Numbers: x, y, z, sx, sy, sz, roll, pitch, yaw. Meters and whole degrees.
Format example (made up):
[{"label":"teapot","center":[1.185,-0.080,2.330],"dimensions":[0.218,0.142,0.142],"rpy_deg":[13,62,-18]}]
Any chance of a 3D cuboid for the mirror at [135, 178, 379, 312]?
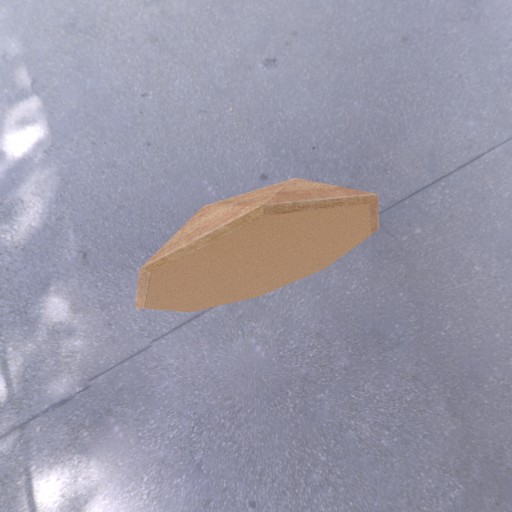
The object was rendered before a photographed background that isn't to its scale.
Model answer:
[{"label":"mirror","center":[0.000,0.000,1.003],"dimensions":[0.577,0.774,0.070],"rpy_deg":[-18,76,-5]}]
